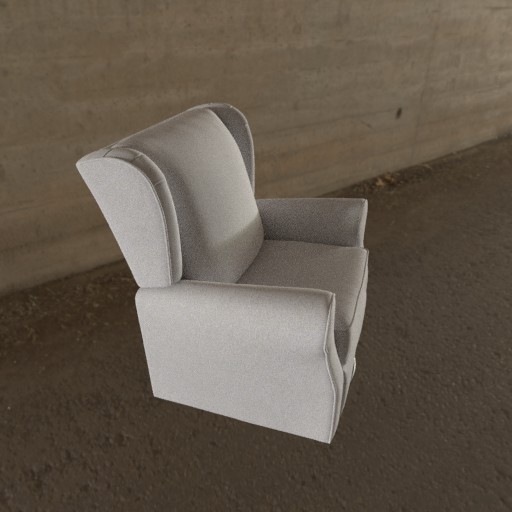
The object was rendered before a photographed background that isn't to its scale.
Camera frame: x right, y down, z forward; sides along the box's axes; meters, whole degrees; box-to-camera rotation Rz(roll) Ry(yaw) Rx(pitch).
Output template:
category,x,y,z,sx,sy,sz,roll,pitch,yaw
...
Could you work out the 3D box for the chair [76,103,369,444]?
category,x,y,z,sx,sy,sz,roll,pitch,yaw
chair,0.000,0.000,1.697,0.854,0.967,0.906,10,31,16
